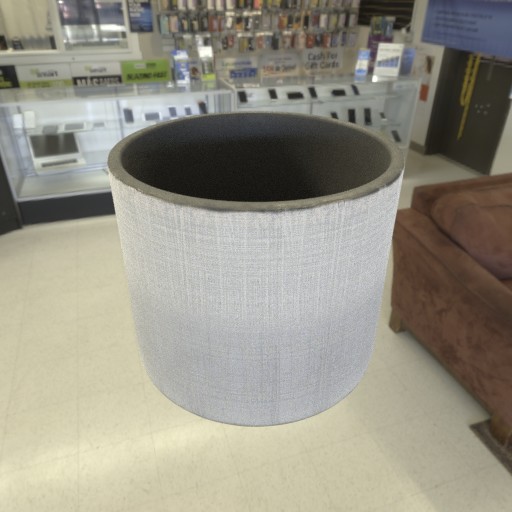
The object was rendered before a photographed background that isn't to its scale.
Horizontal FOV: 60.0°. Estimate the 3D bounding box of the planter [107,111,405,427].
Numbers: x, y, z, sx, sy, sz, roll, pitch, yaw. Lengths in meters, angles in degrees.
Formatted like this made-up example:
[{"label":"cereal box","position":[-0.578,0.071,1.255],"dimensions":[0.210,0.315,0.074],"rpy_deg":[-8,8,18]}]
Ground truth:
[{"label":"planter","position":[0.000,0.000,0.394],"dimensions":[0.226,0.201,0.226],"rpy_deg":[0,32,0]}]
